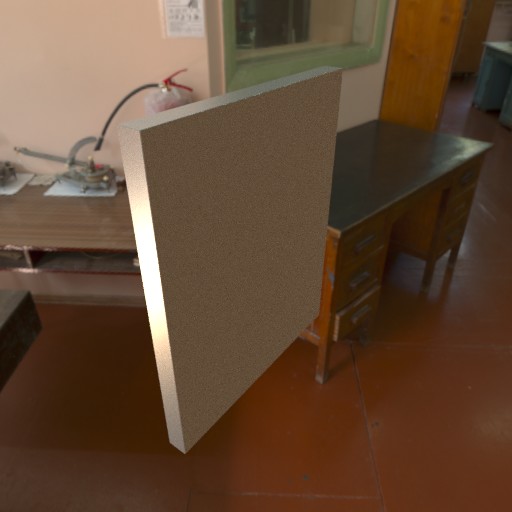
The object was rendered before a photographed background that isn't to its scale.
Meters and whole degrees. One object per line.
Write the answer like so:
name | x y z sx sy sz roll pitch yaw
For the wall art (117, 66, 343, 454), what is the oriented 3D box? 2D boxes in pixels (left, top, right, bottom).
wall art | 0.000 0.000 0.765 0.038 0.549 0.452 22 38 30
